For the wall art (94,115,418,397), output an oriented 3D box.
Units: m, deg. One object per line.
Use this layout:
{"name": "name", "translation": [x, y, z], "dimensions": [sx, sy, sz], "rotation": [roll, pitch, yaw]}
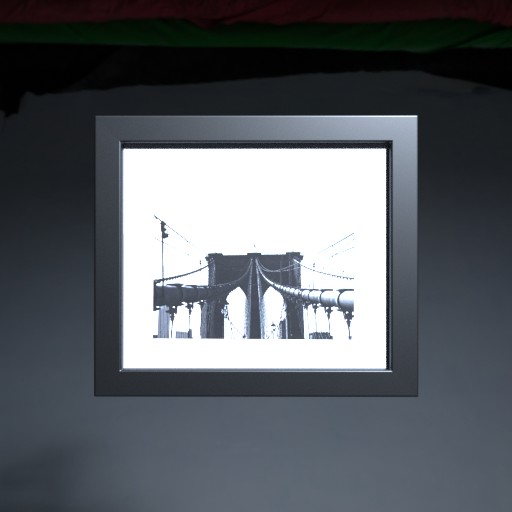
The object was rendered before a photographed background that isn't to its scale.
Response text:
{"name": "wall art", "translation": [0.000, 0.000, 0.534], "dimensions": [0.380, 0.330, 0.028], "rotation": [0, 0, 0]}
